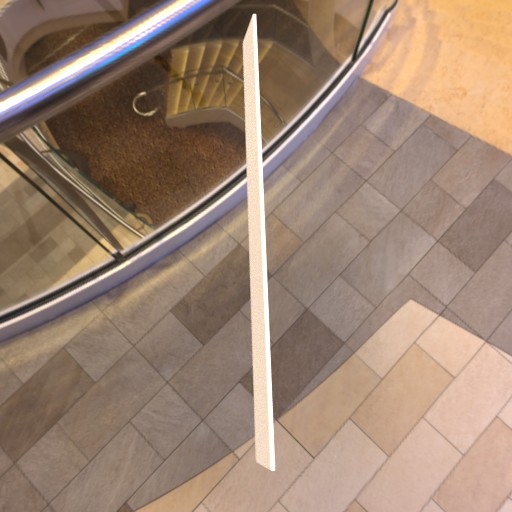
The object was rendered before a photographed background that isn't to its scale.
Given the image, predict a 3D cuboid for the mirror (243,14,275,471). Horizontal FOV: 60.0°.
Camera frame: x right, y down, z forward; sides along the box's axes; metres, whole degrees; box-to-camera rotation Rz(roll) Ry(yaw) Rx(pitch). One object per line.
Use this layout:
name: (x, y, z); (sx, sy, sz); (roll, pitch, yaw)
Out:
mirror: (0.000, 0.000, 1.109); (0.030, 0.630, 0.870); (-2, 74, -1)
